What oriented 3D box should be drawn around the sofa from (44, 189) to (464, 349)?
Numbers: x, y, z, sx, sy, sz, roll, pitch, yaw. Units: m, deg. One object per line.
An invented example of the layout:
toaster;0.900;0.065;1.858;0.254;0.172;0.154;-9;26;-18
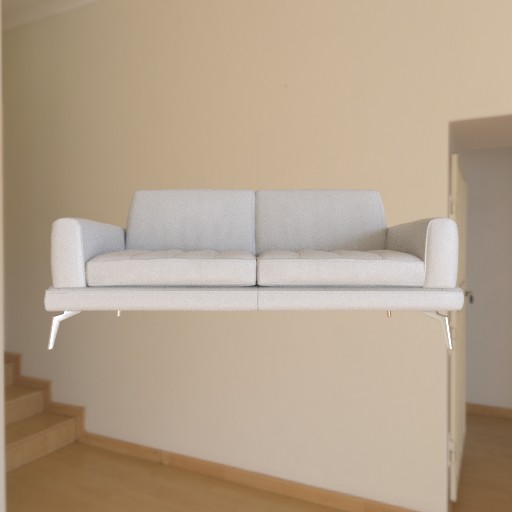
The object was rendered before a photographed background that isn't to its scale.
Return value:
sofa;0.000;0.000;2.774;2.177;0.930;1.121;0;1;1
